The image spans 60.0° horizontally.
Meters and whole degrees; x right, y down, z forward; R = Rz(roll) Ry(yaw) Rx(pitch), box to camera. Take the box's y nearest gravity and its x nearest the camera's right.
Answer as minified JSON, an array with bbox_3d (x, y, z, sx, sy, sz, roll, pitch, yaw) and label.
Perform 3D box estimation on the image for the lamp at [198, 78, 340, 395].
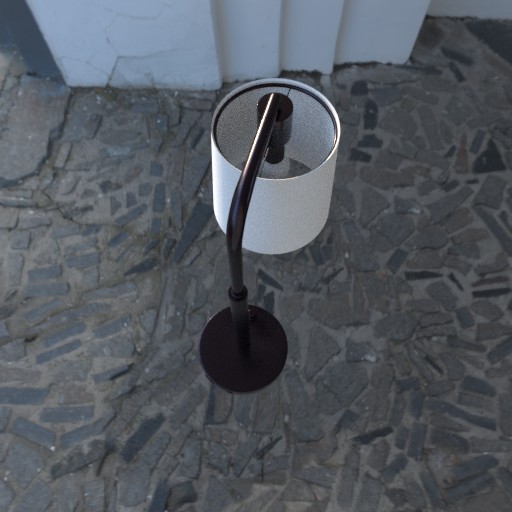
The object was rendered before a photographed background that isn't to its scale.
[{"bbox_3d":[0.000,0.000,0.647,0.171,0.489,0.333,15,66,7],"label":"lamp"}]
